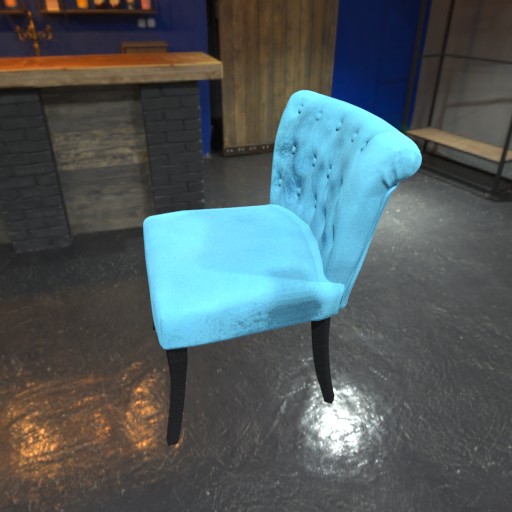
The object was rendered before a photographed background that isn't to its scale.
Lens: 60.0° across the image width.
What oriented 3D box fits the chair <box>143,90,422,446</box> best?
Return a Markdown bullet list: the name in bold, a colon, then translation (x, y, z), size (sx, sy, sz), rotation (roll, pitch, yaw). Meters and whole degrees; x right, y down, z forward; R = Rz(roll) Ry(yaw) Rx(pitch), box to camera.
- **chair**: translation (0.000, 0.000, 1.206), size (0.605, 0.750, 0.582), rotation (-8, 31, -13)
